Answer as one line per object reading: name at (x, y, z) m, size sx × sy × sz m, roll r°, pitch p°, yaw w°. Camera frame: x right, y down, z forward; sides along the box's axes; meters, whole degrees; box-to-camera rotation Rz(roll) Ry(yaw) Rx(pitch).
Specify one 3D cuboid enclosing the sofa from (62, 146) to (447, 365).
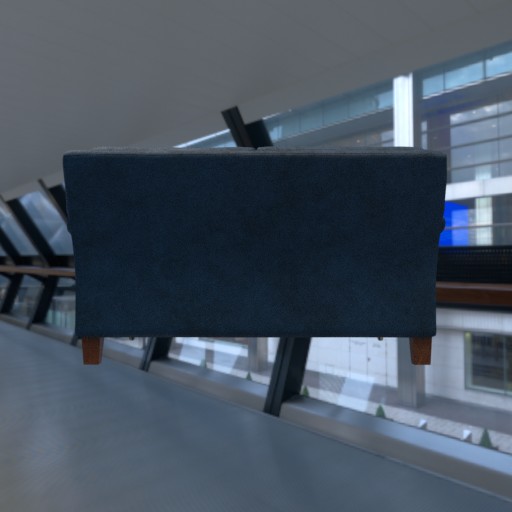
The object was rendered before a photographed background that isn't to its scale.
sofa at (0.000, 0.000, 2.541) m, size 1.853 × 1.101 × 1.084 m, roll 0°, pitch -2°, yaw 0°
